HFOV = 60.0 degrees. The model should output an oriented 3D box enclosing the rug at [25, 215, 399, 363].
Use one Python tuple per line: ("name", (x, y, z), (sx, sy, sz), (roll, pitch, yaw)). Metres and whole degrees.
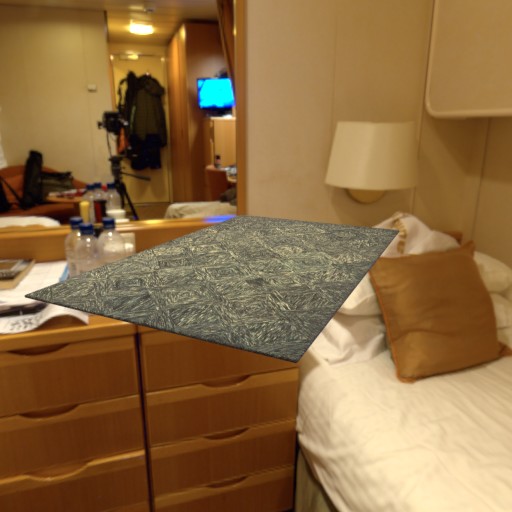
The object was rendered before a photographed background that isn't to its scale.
("rug", (0.000, 0.000, 2.938), (1.478, 0.017, 2.330), (8, 18, 25))
